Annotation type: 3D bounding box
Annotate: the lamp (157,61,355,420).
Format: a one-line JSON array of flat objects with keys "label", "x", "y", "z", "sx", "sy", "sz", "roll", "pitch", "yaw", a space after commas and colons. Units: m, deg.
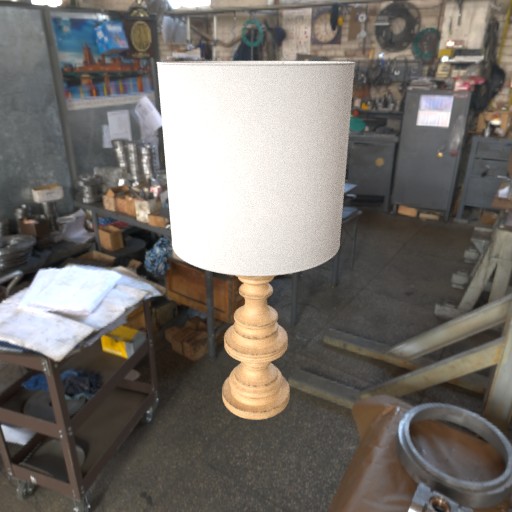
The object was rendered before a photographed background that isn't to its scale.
[{"label": "lamp", "x": 0.000, "y": 0.000, "z": 0.568, "sx": 0.208, "sy": 0.455, "sz": 0.208, "roll": 0, "pitch": 24, "yaw": 0}]
